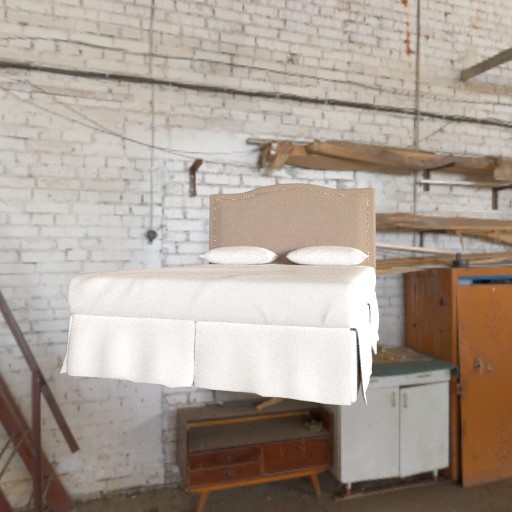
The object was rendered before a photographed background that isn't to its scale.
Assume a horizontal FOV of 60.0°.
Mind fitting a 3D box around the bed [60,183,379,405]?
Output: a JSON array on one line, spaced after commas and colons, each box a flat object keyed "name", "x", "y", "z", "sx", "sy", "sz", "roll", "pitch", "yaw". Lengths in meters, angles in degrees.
[{"name": "bed", "x": 0.000, "y": 0.000, "z": 3.459, "sx": 1.821, "sy": 1.436, "sz": 2.282, "roll": 0, "pitch": 1, "yaw": 17}]
